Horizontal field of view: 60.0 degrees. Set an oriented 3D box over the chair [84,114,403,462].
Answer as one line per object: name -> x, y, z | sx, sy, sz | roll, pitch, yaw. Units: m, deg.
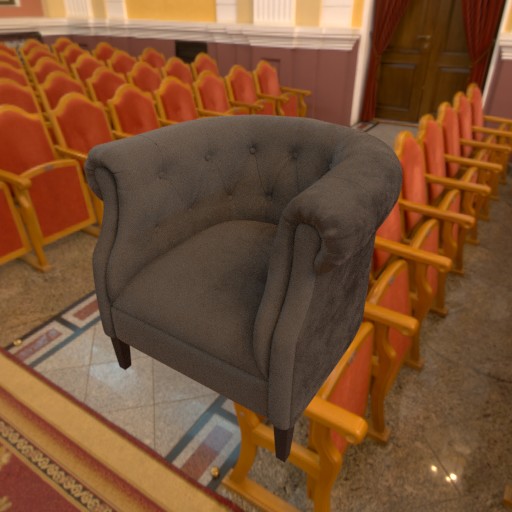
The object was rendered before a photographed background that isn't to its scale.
chair -> 0.000, 0.000, 1.572 | 0.904, 0.826, 0.851 | 19, 35, 28
